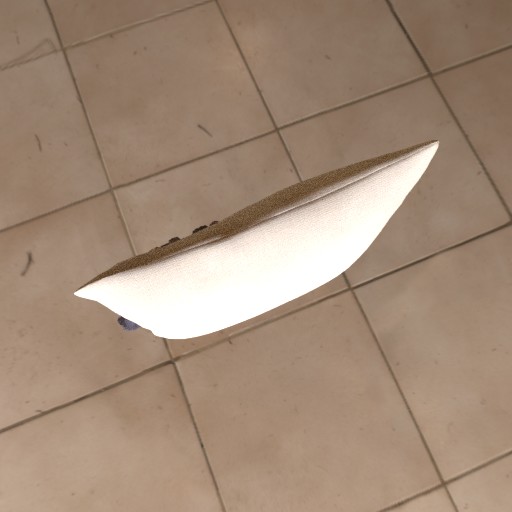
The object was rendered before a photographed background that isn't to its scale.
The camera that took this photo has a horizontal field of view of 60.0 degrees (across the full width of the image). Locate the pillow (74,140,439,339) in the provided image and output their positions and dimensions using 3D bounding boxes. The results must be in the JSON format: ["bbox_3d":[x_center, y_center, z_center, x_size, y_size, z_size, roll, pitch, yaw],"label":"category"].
[{"bbox_3d":[0.000,0.000,0.746,0.489,0.481,0.165,-23,76,-6],"label":"pillow"}]
